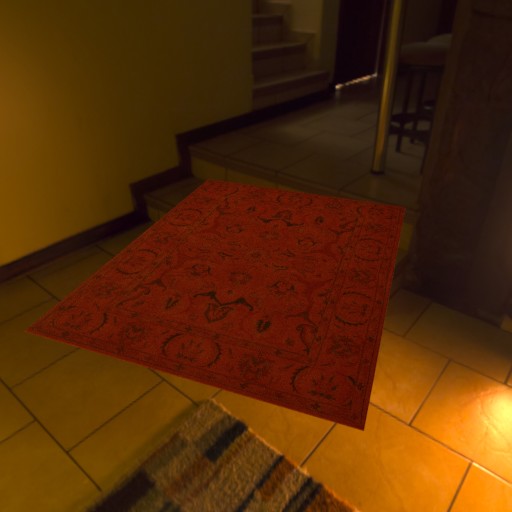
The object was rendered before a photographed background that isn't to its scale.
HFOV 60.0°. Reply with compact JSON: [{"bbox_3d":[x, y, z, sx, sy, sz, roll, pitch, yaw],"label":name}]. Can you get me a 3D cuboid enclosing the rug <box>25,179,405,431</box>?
[{"bbox_3d":[0.000,0.000,3.864,2.300,0.012,2.929,11,33,17],"label":"rug"}]
